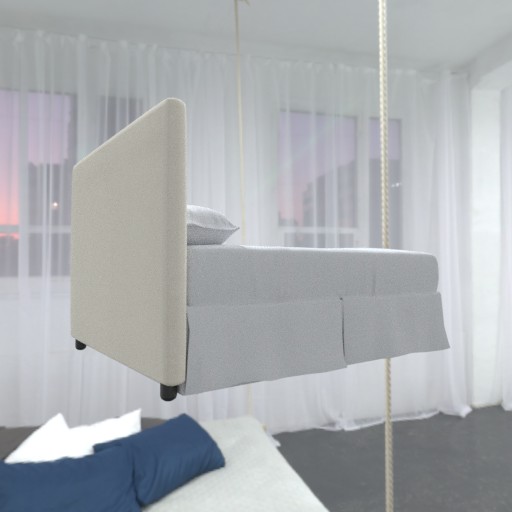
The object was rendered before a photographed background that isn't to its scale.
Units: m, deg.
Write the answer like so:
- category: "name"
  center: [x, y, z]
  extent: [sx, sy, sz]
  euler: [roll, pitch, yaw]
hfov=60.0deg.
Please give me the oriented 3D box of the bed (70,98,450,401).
- category: "bed"
  center: [0.000, 0.000, 3.148]
  extent: [2.142, 1.330, 1.713]
  euler: [1, -2, -36]
